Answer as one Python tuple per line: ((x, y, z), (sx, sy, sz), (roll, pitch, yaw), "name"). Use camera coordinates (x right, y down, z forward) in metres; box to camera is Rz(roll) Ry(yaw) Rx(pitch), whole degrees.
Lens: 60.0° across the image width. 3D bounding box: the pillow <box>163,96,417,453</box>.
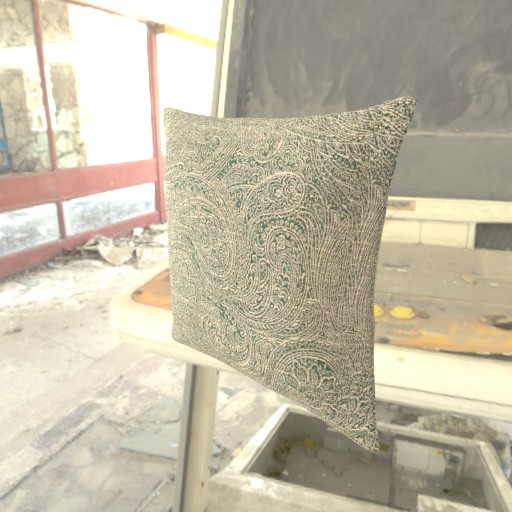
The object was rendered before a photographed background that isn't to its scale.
((0.000, 0.000, 0.773), (0.526, 0.507, 0.166), (16, 23, 42), "pillow")
